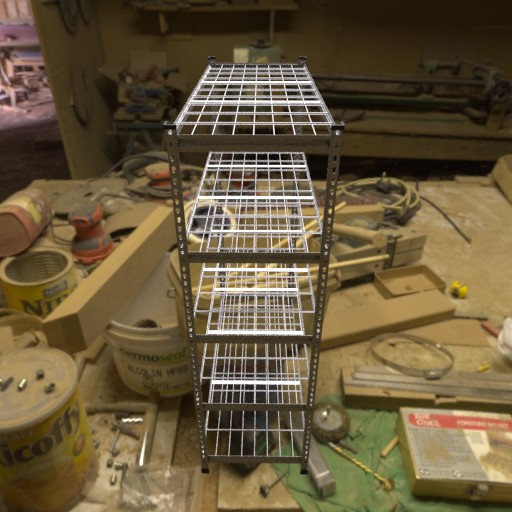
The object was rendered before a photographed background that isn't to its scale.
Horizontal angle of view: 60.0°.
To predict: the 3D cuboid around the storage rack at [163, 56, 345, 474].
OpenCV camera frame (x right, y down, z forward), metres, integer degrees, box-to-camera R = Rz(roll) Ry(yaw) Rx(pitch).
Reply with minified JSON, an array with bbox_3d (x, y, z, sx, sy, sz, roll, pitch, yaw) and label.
[{"bbox_3d":[0.000,0.000,2.645,0.610,1.981,1.524,0,32,0],"label":"storage rack"}]
